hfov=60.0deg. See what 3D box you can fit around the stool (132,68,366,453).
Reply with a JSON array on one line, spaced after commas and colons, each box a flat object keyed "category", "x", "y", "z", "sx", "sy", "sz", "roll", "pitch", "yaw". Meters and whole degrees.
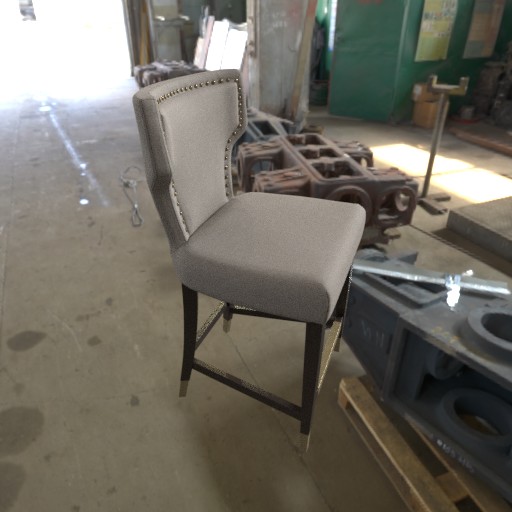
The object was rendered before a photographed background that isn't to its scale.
[{"category": "stool", "x": 0.000, "y": 0.000, "z": 1.336, "sx": 0.563, "sy": 0.982, "sz": 0.527, "roll": 11, "pitch": 32, "yaw": 18}]
